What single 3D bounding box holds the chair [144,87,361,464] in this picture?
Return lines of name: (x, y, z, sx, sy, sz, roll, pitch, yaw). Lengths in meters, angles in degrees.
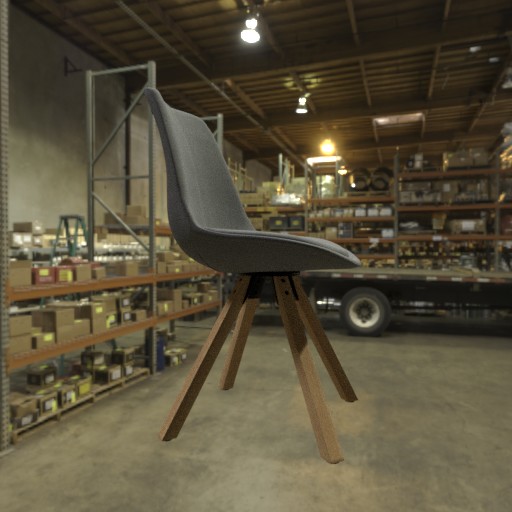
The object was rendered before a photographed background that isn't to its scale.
chair: (0.000, 0.000, 1.184, 0.549, 0.863, 0.474, 0, 1, 17)
